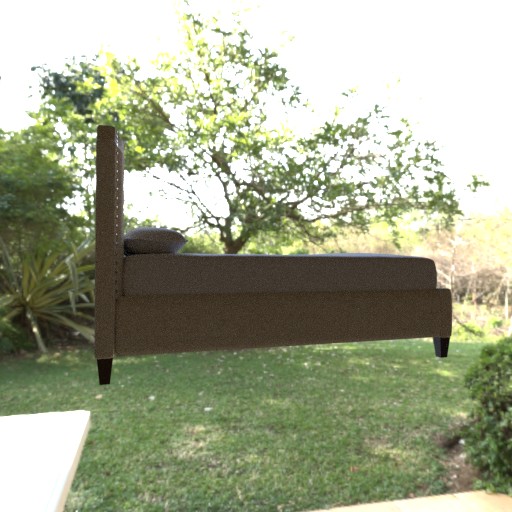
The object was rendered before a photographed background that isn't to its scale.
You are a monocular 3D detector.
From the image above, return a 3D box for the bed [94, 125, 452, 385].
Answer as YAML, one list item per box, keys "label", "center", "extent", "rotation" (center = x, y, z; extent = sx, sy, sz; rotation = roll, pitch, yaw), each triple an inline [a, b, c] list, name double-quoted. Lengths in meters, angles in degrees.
- label: "bed"
  center: [0.000, 0.000, 3.560]
  extent: [2.381, 1.457, 1.713]
  rotation: [0, -1, -18]
